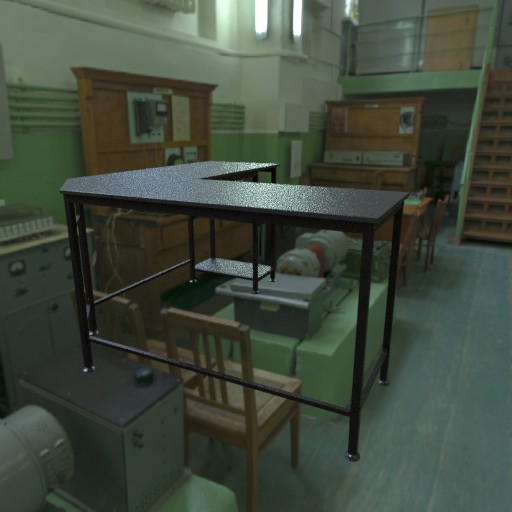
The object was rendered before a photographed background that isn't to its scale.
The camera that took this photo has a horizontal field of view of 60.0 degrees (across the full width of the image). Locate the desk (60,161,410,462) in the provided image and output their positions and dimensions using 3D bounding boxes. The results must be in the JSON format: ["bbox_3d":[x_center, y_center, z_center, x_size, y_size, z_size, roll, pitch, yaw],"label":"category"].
[{"bbox_3d":[0.000,0.000,2.091,1.379,0.739,1.379,8,18,26],"label":"desk"}]
